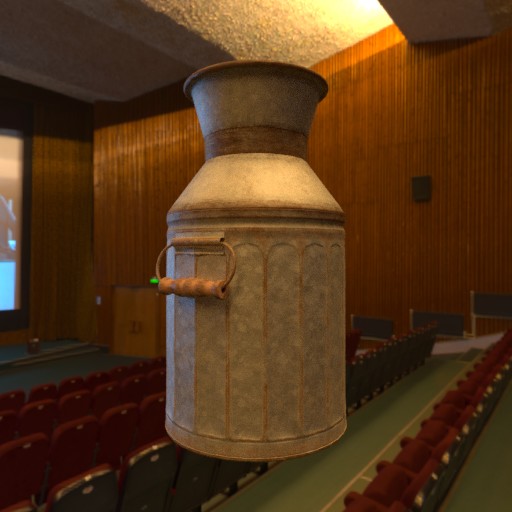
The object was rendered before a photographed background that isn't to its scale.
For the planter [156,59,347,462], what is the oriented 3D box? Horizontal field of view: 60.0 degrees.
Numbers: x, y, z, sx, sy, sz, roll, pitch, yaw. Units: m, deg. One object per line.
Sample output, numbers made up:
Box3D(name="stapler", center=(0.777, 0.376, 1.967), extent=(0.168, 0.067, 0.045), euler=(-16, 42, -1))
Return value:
Box3D(name="planter", center=(0.000, 0.000, 0.529), extent=(0.214, 0.396, 0.245), euler=(0, 1, 35))
